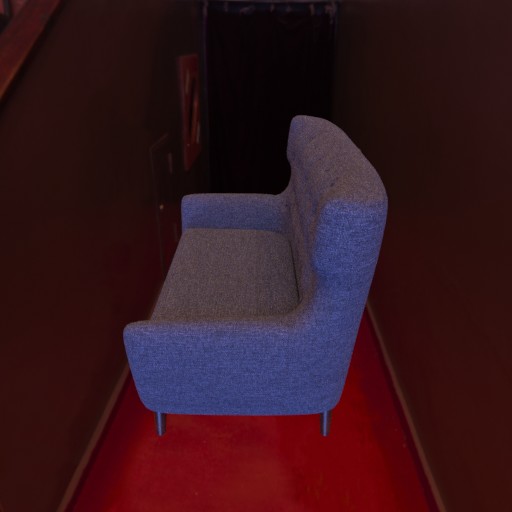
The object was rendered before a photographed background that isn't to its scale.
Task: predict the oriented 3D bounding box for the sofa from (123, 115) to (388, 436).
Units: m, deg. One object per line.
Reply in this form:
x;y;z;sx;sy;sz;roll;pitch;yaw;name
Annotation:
0.000;0.000;2.021;0.874;1.028;1.358;0;27;0;sofa
